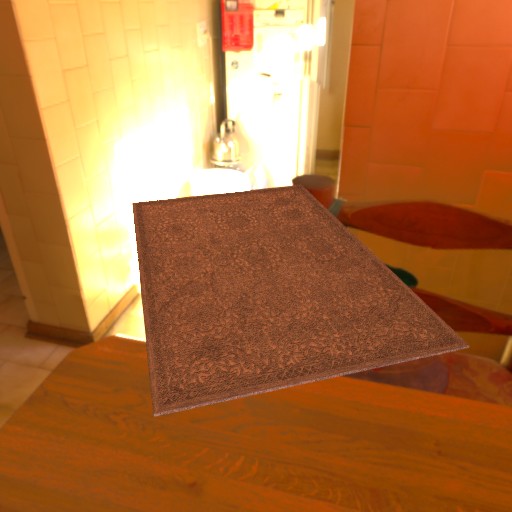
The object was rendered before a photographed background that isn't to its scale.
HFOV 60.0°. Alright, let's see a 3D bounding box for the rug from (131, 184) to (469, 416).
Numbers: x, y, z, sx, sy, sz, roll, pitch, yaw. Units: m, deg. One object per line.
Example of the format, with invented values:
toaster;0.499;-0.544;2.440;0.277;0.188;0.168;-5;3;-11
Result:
rug;0.000;0.000;2.339;1.208;0.012;1.819;-8;31;-14
